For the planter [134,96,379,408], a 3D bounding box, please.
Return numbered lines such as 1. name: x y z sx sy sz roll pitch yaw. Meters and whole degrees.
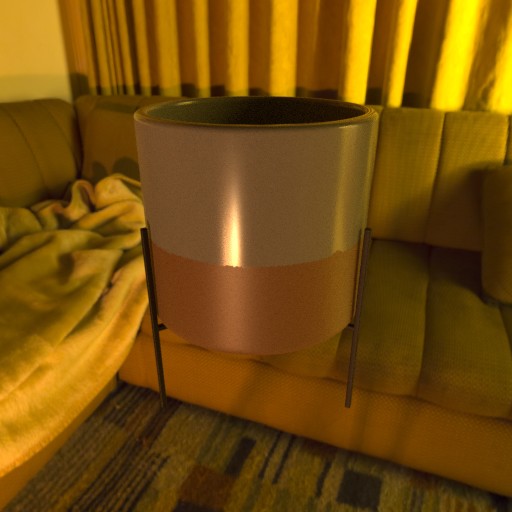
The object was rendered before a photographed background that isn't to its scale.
1. planter: 0.000 0.000 0.747 0.348 0.480 0.360 0 25 0
